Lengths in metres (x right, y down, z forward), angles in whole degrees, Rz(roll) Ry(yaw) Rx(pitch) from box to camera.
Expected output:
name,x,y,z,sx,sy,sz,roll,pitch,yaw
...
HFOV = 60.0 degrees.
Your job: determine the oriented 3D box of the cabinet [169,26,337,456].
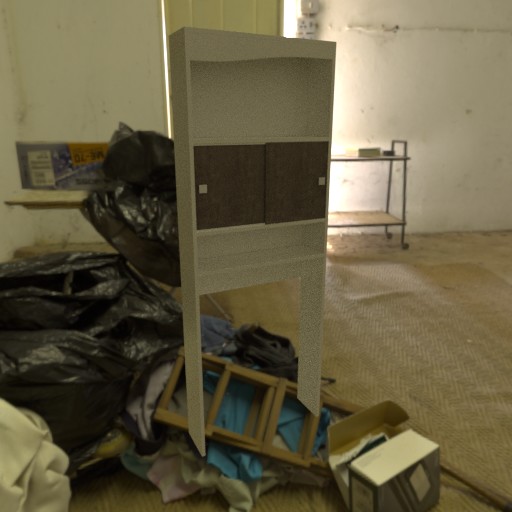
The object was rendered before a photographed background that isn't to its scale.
name,x,y,z,sx,sy,sz,roll,pitch,yaw
cabinet,0.000,0.000,1.983,0.643,1.770,0.192,-8,18,-26
